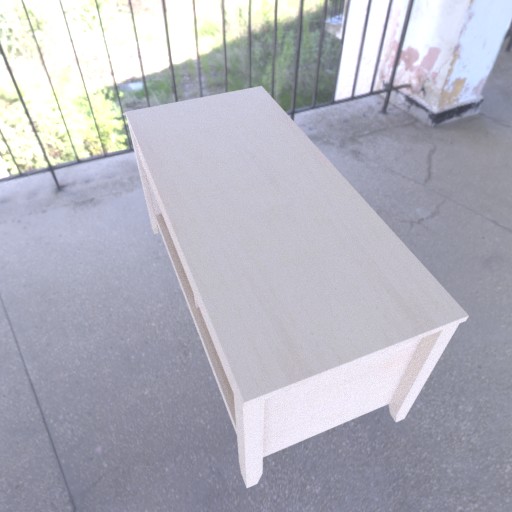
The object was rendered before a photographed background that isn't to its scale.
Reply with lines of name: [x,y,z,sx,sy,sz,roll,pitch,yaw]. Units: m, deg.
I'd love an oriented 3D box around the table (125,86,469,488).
table: [0.000,0.000,1.278,0.457,0.483,1.016,-17,49,-15]
